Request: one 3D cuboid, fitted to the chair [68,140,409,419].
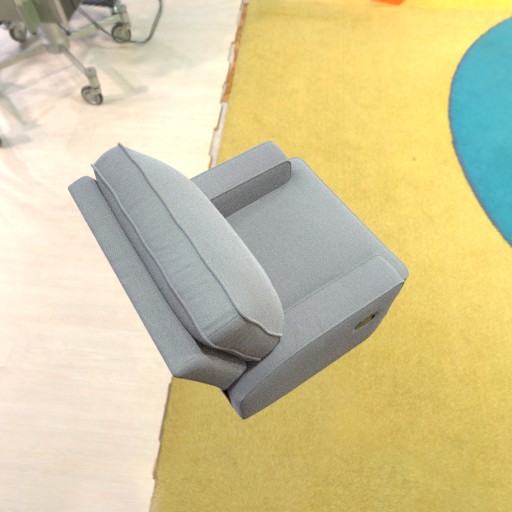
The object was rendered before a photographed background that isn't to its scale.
[{"bbox_3d":[0.000,0.000,1.698,0.969,0.964,0.861,-29,63,-17],"label":"chair"}]
